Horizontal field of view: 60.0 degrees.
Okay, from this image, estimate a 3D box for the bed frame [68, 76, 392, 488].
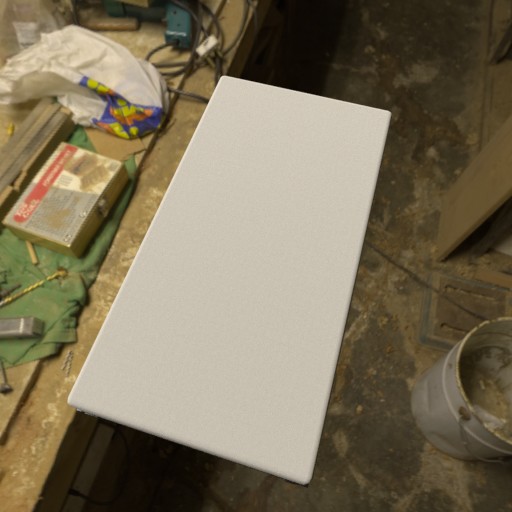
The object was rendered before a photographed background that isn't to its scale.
[{"bbox_3d":[0.000,0.000,3.144,1.393,0.680,2.635,15,64,8],"label":"bed frame"}]
